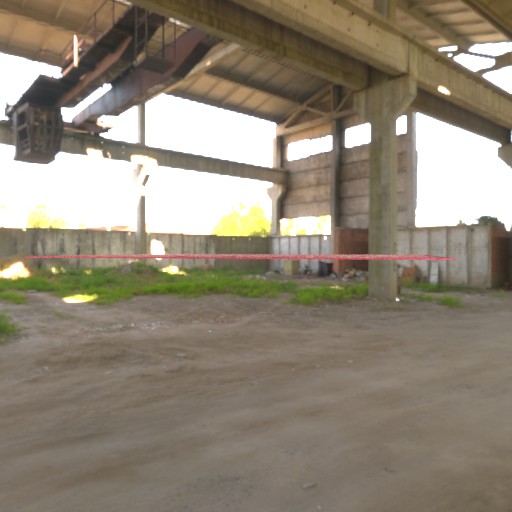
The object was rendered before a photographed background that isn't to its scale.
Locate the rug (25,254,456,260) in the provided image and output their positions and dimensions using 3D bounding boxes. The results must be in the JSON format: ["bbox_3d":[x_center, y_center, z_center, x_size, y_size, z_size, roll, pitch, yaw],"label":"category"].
[{"bbox_3d":[0.000,0.000,4.351,3.306,0.011,2.389,0,1,17],"label":"rug"}]
